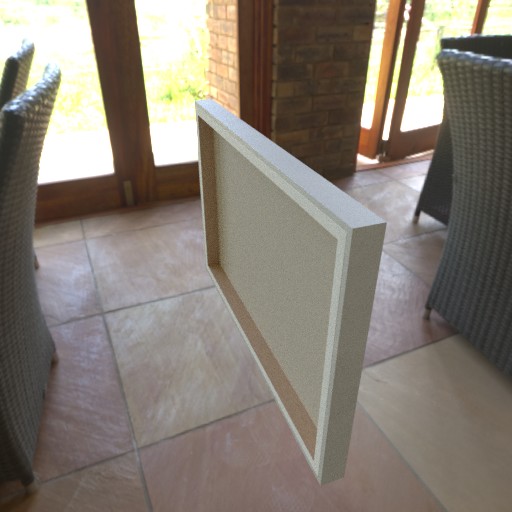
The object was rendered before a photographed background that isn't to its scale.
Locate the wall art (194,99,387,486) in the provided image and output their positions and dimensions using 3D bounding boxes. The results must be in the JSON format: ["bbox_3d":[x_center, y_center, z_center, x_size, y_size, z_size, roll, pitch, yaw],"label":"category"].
[{"bbox_3d":[0.000,0.000,0.770,0.038,0.407,0.609,-11,33,-18],"label":"wall art"}]
